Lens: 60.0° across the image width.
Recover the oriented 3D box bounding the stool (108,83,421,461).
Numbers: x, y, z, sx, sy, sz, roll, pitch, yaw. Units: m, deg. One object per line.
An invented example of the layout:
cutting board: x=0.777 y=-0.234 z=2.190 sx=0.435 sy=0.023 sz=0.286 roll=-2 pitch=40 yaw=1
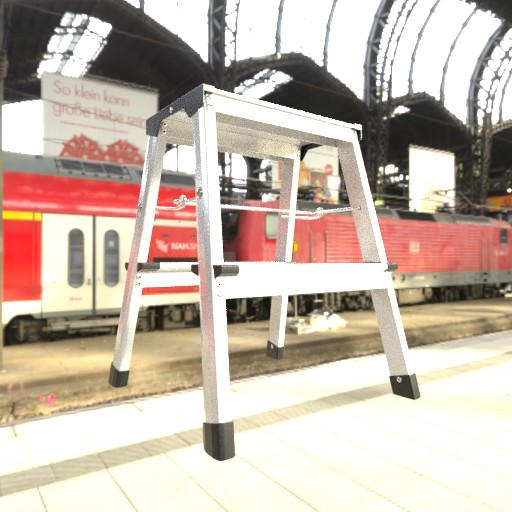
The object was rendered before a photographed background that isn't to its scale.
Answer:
stool: x=0.000 y=0.000 z=0.795 sx=0.404 sy=0.480 sz=0.405 roll=0 pitch=0 yaw=-36
